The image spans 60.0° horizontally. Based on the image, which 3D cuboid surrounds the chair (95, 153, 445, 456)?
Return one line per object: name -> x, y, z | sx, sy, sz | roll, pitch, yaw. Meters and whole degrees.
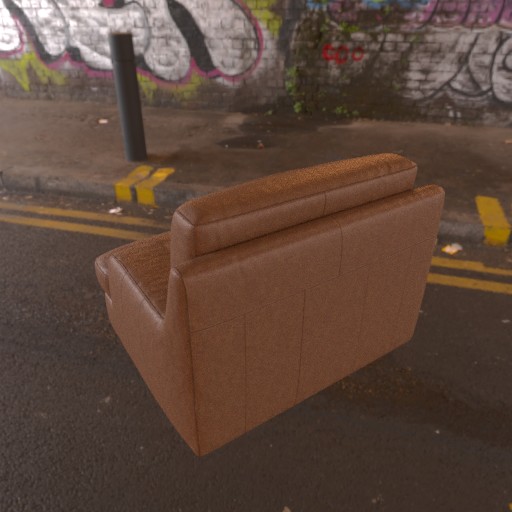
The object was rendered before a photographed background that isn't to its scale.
chair -> 0.000, 0.000, 2.043 | 1.276, 0.978, 1.050 | -19, 35, -29
